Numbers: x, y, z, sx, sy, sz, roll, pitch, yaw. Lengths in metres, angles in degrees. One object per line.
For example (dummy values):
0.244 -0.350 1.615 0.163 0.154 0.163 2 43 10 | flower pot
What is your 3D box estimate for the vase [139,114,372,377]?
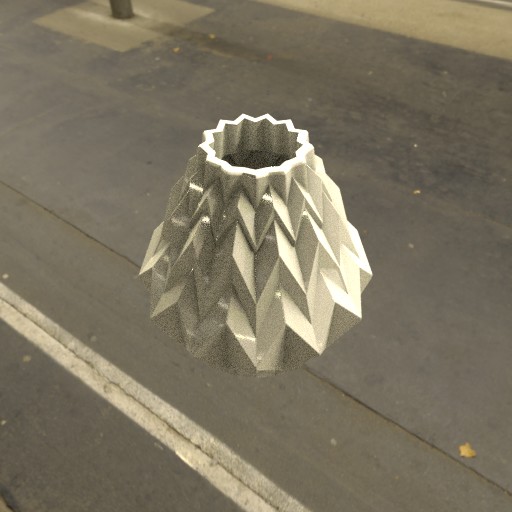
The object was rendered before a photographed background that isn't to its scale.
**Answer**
0.000 0.000 0.312 0.164 0.185 0.164 0 46 0 | vase
